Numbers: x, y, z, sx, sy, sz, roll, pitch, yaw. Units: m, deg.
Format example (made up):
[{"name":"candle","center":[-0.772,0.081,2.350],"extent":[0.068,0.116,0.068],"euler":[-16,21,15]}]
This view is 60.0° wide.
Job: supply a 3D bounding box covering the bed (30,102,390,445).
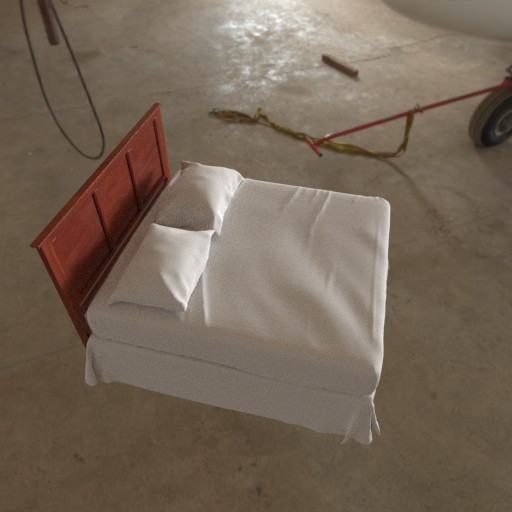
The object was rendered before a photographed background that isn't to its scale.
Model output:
[{"name":"bed","center":[0.000,0.000,3.152],"extent":[2.050,1.270,1.870],"euler":[10,46,10]}]
